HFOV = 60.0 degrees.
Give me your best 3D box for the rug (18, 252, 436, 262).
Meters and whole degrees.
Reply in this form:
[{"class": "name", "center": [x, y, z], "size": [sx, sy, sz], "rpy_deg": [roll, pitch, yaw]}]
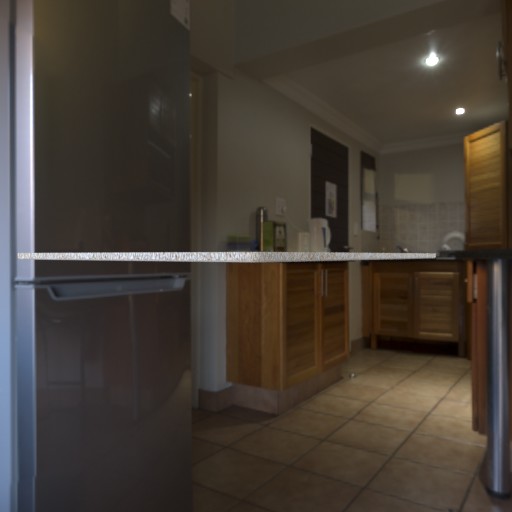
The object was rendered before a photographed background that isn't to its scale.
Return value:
[{"class": "rug", "center": [0.000, 0.000, 2.053], "size": [1.199, 0.025, 1.600], "rpy_deg": [0, 0, 37]}]
